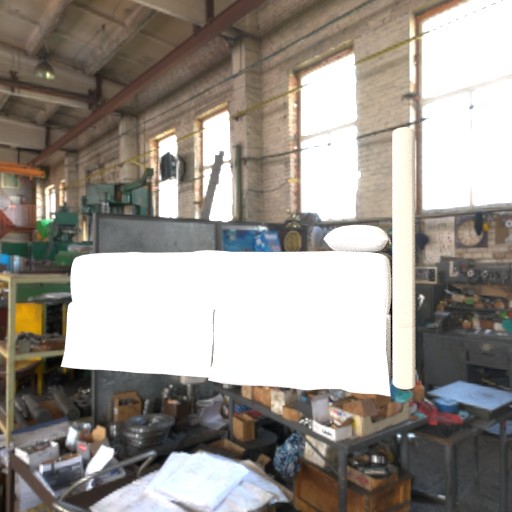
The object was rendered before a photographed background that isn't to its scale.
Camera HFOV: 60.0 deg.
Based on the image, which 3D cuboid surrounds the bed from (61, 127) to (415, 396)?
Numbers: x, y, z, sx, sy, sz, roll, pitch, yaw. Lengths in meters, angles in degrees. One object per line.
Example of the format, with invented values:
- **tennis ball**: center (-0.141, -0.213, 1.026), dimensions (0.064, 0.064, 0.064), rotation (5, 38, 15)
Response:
- **bed**: center (0.000, 0.000, 3.325), dimensions (2.196, 1.449, 1.741), rotation (0, 0, 18)
